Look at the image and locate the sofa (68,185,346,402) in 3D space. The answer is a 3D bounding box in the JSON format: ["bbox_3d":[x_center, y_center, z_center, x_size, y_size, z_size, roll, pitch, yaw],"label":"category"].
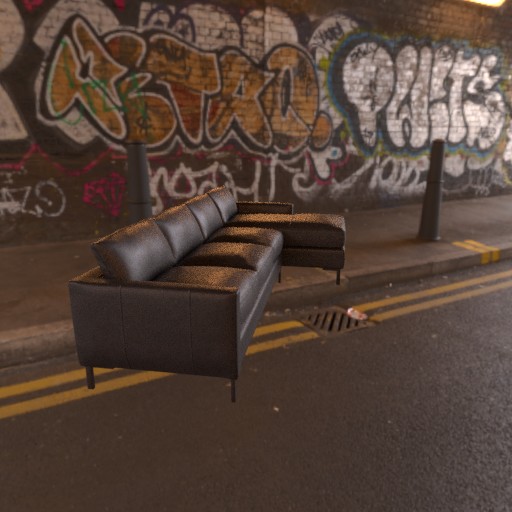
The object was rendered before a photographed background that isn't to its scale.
[{"bbox_3d":[0.000,0.000,3.628,1.471,0.859,2.993,3,15,10],"label":"sofa"}]
